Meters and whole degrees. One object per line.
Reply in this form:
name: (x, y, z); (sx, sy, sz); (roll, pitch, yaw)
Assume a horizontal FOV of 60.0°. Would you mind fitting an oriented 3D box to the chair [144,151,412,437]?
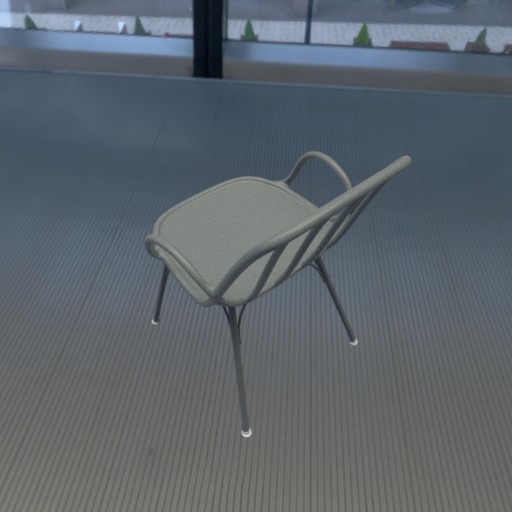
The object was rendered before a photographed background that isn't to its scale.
chair: (0.000, 0.000, 1.256); (0.549, 0.816, 0.597); (-32, 54, -27)
